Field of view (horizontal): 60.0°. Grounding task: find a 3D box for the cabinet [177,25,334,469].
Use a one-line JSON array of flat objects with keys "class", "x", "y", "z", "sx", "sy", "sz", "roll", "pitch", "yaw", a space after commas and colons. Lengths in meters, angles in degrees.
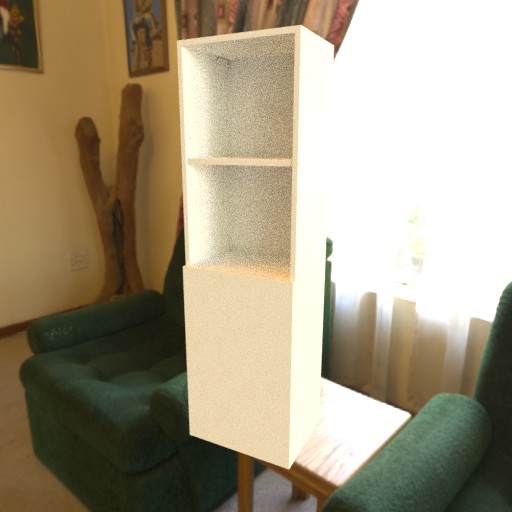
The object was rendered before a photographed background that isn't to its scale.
[{"class": "cabinet", "x": 0.000, "y": 0.000, "z": 1.525, "sx": 0.400, "sy": 1.350, "sz": 0.300, "roll": 7, "pitch": 16, "yaw": 26}]
